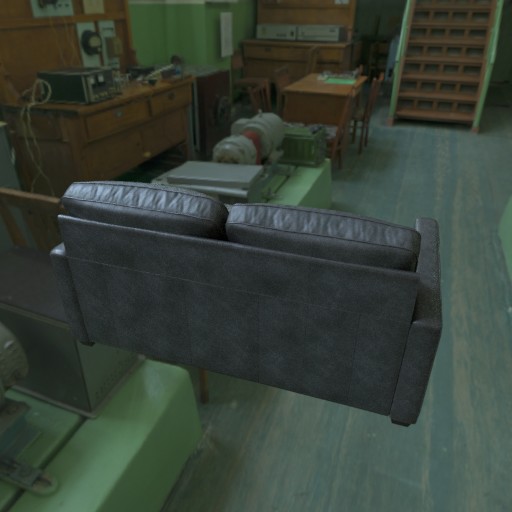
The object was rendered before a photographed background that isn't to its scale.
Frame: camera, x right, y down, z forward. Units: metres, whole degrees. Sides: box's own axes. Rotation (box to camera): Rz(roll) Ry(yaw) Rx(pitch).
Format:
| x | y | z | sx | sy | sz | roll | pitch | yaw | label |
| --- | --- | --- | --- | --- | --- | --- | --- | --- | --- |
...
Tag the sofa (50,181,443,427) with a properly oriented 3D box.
| x | y | z | sx | sy | sz | roll | pitch | yaw | label |
| --- | --- | --- | --- | --- | --- | --- | --- | --- | --- |
| 0.000 | 0.000 | 2.238 | 1.732 | 0.916 | 0.939 | 10 | 32 | 16 | sofa |
